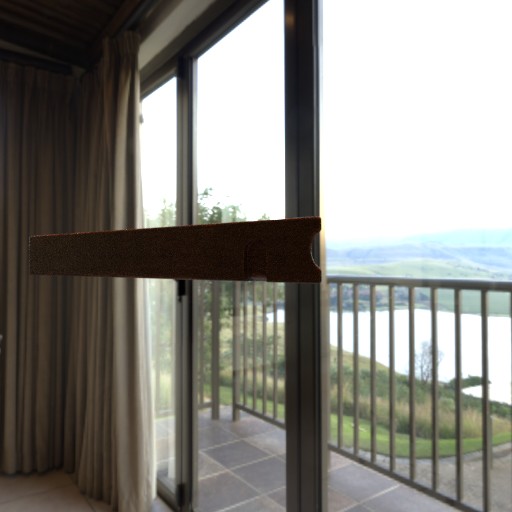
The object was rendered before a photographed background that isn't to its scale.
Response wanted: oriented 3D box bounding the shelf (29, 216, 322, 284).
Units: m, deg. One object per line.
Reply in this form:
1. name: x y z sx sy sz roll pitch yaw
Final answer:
1. shelf: 0.000 0.000 0.434 0.296 0.035 0.296 -1 -1 36
